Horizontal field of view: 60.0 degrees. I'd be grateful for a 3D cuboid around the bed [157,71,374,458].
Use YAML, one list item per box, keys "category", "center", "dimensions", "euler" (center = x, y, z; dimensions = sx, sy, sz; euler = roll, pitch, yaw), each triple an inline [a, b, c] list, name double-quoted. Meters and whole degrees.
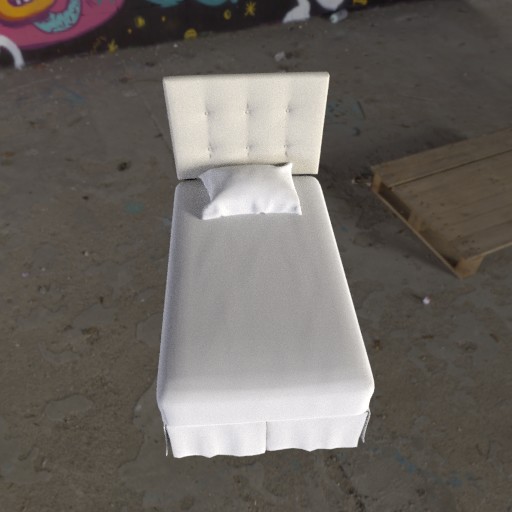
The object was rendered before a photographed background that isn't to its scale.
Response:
- category: "bed"
  center: [0.000, 0.000, 2.915]
  dimensions: [1.261, 1.571, 1.997]
  euler: [-3, 46, -3]
